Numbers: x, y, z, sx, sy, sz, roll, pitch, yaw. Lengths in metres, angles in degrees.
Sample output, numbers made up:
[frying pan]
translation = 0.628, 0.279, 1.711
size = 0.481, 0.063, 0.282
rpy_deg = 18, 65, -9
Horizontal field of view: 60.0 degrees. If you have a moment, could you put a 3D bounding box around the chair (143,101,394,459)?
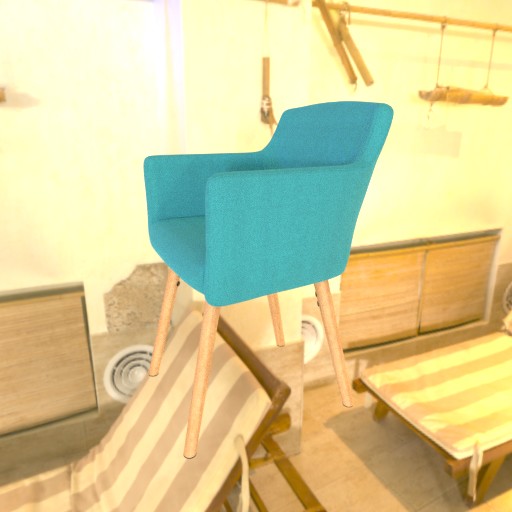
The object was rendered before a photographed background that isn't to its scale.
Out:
[chair]
translation = 0.000, 0.000, 1.168
size = 0.540, 0.780, 0.570
rpy_deg = -8, 18, -24
